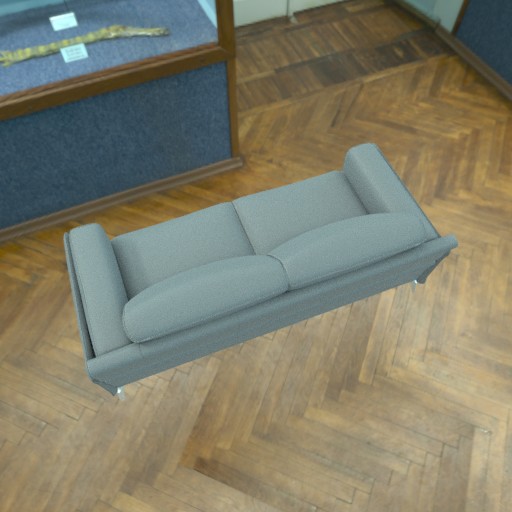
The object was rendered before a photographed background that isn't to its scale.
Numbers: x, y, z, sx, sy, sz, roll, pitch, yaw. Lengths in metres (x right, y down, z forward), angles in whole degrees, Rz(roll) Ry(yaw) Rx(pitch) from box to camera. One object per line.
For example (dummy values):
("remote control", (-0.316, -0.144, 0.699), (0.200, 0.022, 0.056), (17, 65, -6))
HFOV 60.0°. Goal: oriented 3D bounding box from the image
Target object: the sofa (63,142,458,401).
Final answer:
("sofa", (0.000, 0.000, 2.657), (2.100, 0.900, 0.969), (-18, 60, -11))
